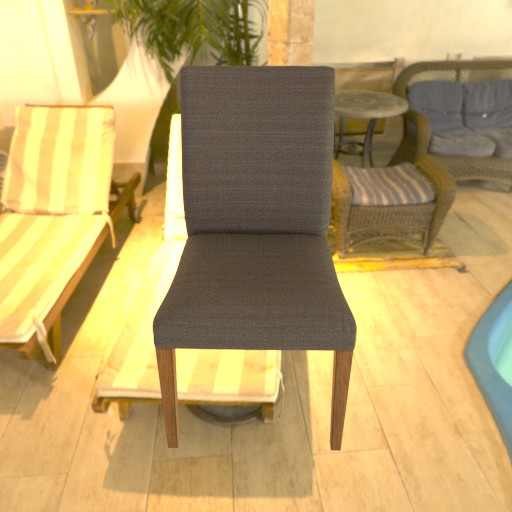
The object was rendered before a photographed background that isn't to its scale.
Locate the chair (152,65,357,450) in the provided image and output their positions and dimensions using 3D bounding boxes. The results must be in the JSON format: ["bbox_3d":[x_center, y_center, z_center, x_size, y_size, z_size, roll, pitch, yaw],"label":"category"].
[{"bbox_3d":[0.000,0.000,1.271,0.496,0.940,0.585,1,32,1],"label":"chair"}]
